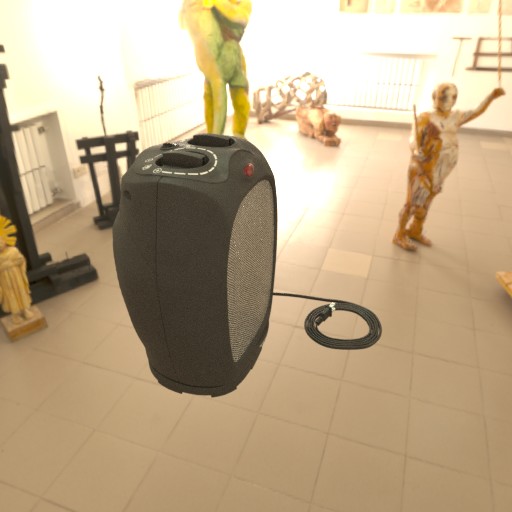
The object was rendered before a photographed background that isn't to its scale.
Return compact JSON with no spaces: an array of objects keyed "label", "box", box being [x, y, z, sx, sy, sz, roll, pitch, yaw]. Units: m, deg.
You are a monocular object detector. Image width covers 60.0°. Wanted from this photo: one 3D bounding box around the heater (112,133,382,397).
[{"label":"heater","box":[0.000,0.000,0.487,0.291,0.255,0.239,10,32,16]}]
